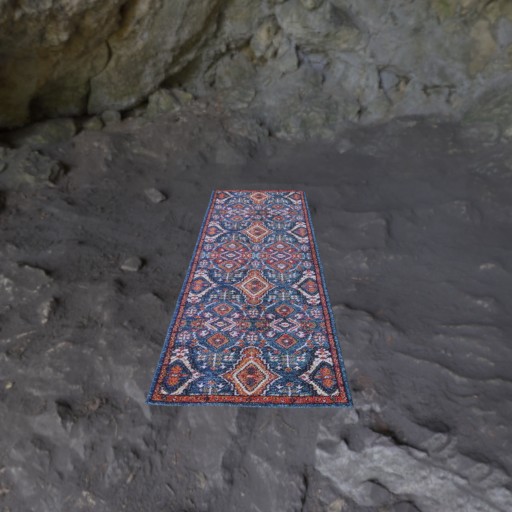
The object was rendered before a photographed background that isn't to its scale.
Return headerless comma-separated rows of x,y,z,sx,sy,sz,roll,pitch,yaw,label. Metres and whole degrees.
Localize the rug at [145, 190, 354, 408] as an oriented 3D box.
0.000,0.000,2.767,0.801,0.010,2.459,1,28,1,rug
